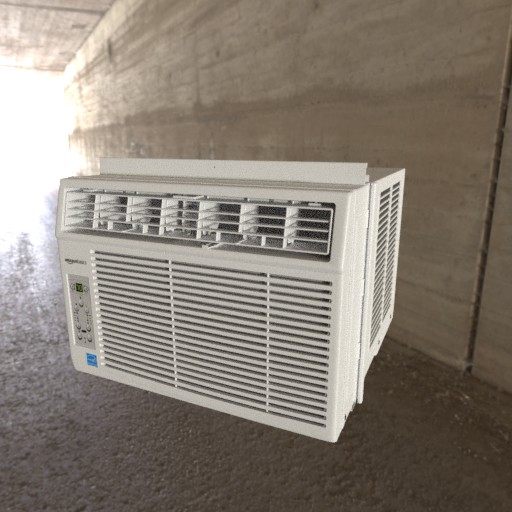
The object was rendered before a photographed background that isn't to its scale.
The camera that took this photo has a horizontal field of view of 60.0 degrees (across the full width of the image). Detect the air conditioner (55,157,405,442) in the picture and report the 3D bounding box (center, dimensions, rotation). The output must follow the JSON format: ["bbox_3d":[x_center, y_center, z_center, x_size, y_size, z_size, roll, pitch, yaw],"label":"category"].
[{"bbox_3d":[0.000,0.000,0.887,0.503,0.388,0.546,7,16,24],"label":"air conditioner"}]
